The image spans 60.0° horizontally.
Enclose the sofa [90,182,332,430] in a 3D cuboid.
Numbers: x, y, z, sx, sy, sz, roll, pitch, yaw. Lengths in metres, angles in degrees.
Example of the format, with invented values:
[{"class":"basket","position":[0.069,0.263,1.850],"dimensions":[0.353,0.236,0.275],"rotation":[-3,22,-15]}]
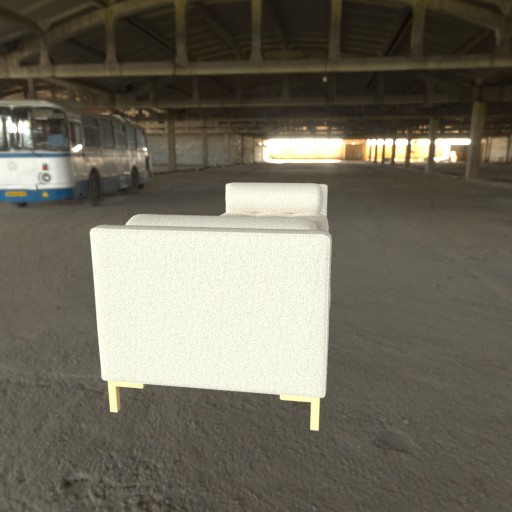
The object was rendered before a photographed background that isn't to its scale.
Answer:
[{"class":"sofa","position":[0.000,0.000,2.293],"dimensions":[0.746,0.641,1.985],"rotation":[2,13,8]}]
